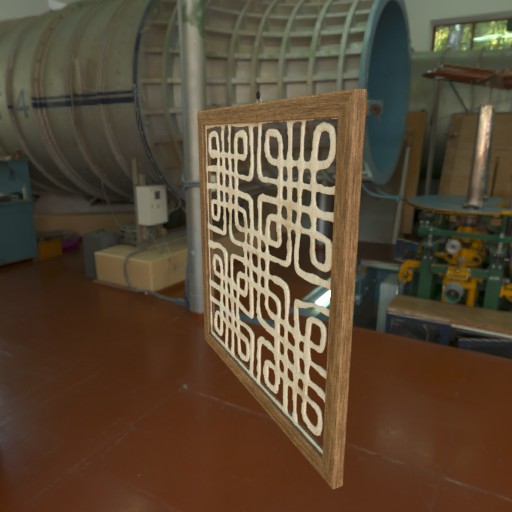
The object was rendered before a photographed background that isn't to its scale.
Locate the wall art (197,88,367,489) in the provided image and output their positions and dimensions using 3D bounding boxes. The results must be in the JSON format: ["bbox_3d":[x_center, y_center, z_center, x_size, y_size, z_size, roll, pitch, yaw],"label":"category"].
[{"bbox_3d":[0.000,0.000,0.830,0.021,0.582,0.561,-7,17,-25],"label":"wall art"}]
